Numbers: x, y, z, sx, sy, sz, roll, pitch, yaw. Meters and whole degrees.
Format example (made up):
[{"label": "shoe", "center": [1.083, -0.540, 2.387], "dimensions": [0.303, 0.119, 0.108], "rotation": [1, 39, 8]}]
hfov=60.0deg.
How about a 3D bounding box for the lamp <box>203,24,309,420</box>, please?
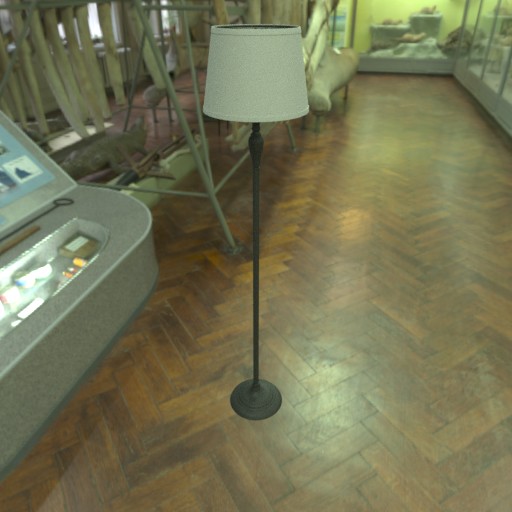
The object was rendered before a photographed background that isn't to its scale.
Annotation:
[{"label": "lamp", "center": [0.000, 0.000, 1.636], "dimensions": [0.327, 1.506, 0.327], "rotation": [-8, 31, -14]}]
